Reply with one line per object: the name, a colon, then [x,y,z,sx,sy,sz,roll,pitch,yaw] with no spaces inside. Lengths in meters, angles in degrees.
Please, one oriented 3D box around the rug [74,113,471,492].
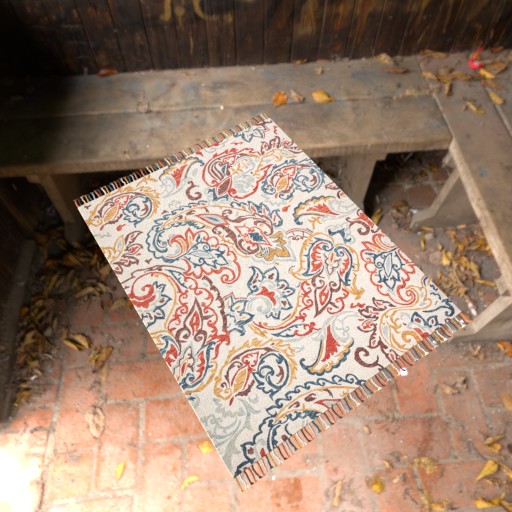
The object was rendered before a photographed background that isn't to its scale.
rug: [0.000,0.000,4.313,2.439,0.015,3.274,-30,63,-17]
